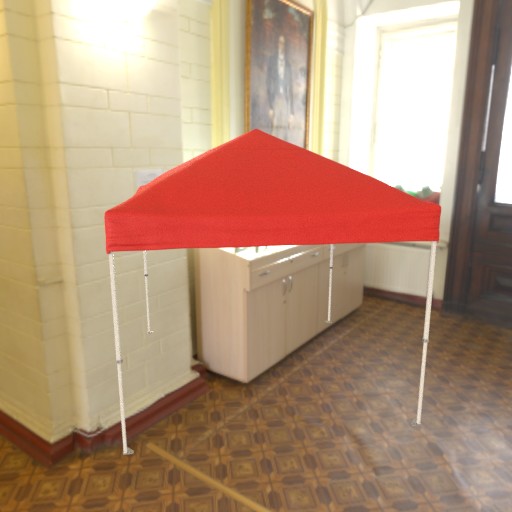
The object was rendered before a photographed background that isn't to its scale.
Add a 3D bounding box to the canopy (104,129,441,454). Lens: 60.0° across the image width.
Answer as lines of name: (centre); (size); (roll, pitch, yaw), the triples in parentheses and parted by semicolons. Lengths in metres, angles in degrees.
canopy: (0.000, 0.000, 5.419); (2.998, 2.997, 2.996); (-2, 13, -9)
